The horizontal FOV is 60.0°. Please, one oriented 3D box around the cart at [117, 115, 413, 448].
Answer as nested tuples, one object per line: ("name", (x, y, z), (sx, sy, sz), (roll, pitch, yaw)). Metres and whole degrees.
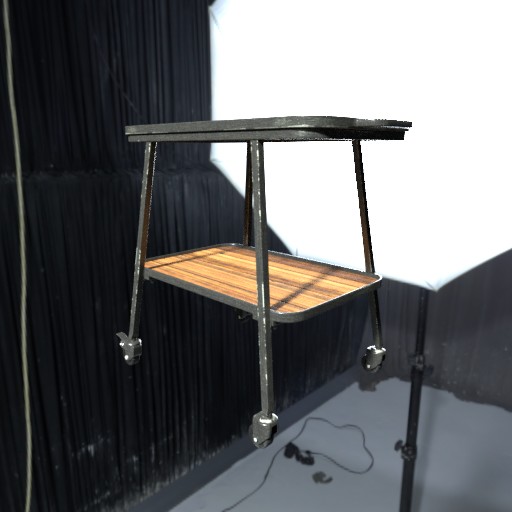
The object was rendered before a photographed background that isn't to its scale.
("cart", (0.000, 0.000, 1.234), (0.806, 0.700, 0.515), (13, 19, 43))
